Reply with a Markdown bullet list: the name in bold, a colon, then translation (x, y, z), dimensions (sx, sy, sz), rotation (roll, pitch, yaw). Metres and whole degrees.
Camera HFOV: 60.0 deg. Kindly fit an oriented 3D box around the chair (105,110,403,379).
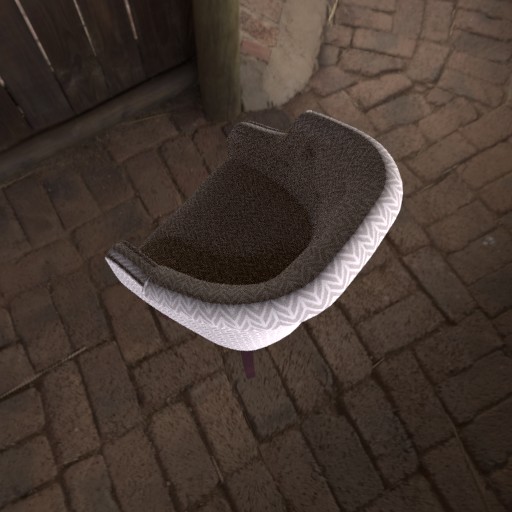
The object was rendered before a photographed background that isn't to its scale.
- **chair**: translation (0.000, 0.000, 1.356), dimensions (0.613, 0.858, 0.686), rotation (34, 69, 15)
